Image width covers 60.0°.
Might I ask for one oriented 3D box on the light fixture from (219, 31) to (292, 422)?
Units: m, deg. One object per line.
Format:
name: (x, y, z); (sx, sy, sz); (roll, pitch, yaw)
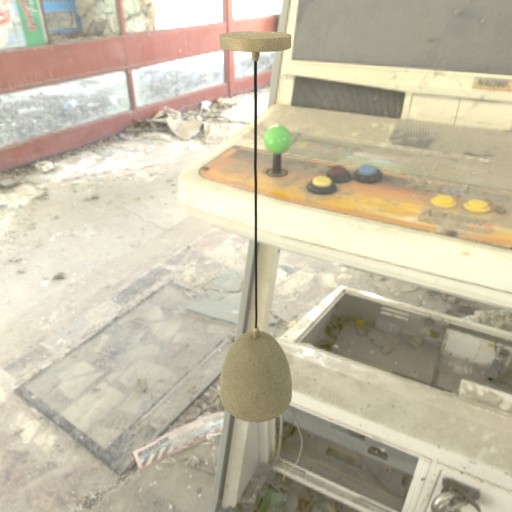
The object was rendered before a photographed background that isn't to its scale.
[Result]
light fixture: (0.000, 0.000, 0.847); (0.170, 0.759, 0.170); (-21, 38, -30)
